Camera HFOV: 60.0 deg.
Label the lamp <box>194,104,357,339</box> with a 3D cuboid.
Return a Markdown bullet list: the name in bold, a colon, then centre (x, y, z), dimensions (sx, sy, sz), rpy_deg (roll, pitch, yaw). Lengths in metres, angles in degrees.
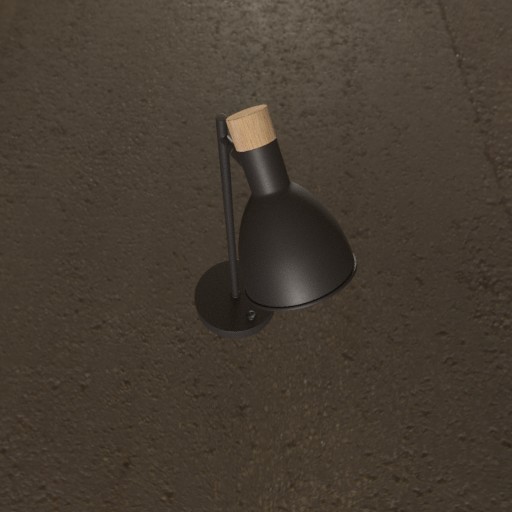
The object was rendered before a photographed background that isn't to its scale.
- **lamp**: centre (0.000, 0.000, 0.603), dimensions (0.152, 0.483, 0.287), rpy_deg (-29, 62, -18)
